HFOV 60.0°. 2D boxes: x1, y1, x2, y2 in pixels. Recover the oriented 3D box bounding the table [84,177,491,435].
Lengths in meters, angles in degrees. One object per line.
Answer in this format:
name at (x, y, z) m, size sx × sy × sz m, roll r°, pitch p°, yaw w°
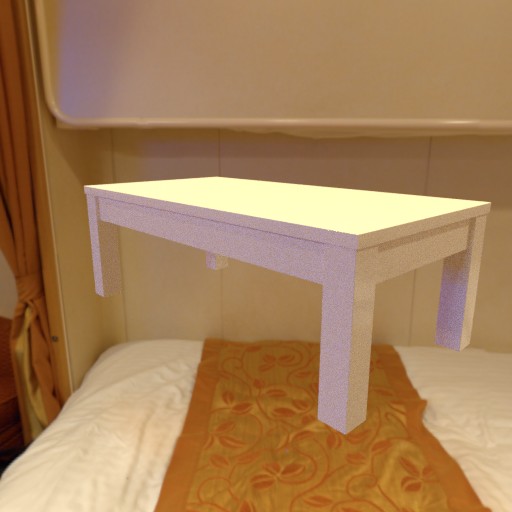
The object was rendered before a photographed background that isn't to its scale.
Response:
table at (0.000, 0.000, 1.655) m, size 0.700 × 0.470 × 1.350 m, roll -13°, pitch 20°, yaw -41°
